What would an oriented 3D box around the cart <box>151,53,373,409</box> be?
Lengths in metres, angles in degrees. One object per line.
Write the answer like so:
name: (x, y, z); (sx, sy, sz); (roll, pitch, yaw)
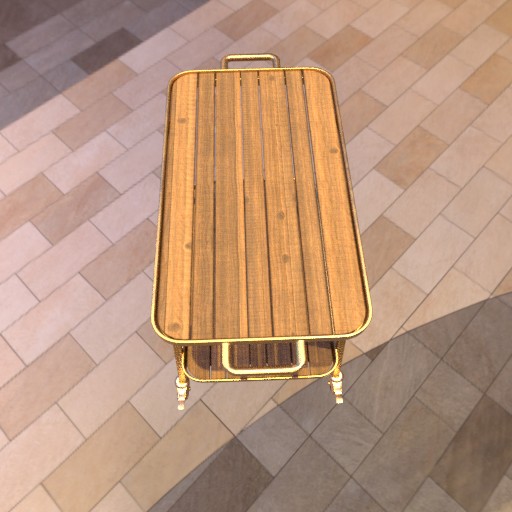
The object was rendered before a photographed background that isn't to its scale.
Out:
cart: (0.000, 0.000, 1.255); (0.524, 0.700, 0.806); (-2, 63, -1)
